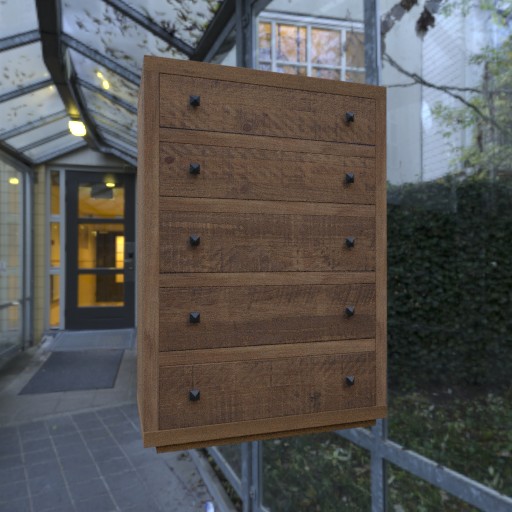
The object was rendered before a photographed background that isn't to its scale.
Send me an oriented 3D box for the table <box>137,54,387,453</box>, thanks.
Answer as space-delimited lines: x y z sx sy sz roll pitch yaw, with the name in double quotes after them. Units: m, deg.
0.000 0.000 1.781 0.901 1.294 0.524 0 0 -17 "table"
